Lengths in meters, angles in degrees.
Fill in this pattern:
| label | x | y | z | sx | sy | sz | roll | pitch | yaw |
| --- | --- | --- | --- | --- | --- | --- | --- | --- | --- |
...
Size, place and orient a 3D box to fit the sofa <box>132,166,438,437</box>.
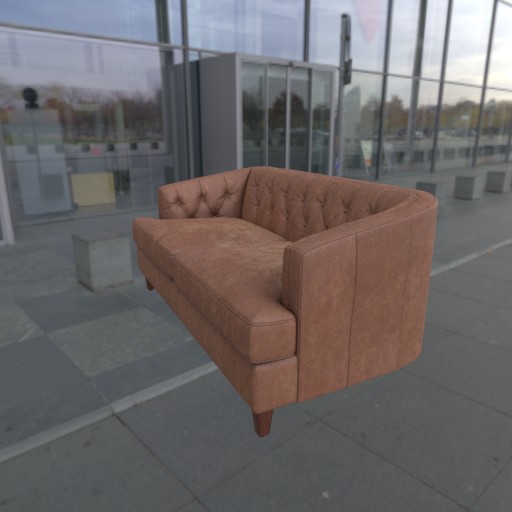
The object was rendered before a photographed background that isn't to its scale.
| label | x | y | z | sx | sy | sz | roll | pitch | yaw |
| --- | --- | --- | --- | --- | --- | --- | --- | --- | --- |
| sofa | 0.000 | 0.000 | 2.284 | 0.914 | 0.786 | 1.755 | -8 | 18 | -25 |
